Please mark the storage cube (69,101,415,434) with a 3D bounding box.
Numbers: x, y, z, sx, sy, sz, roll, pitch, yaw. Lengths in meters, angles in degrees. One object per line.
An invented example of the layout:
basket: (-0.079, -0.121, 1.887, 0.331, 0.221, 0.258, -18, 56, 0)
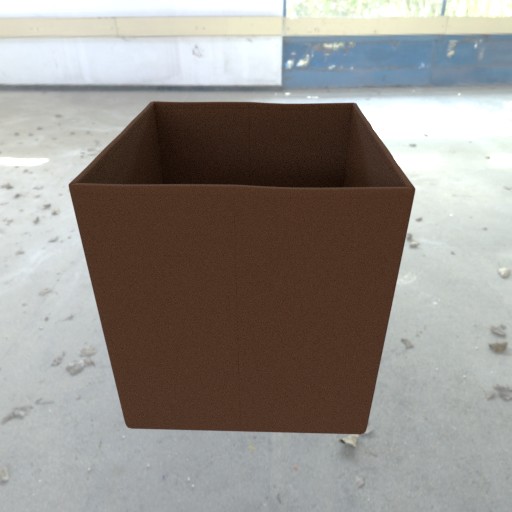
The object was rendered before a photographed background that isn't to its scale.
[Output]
storage cube: (0.000, 0.000, 0.504, 0.270, 0.280, 0.270, 1, 32, 1)
